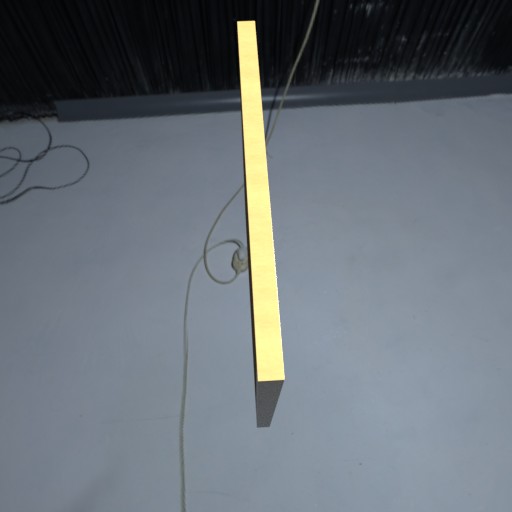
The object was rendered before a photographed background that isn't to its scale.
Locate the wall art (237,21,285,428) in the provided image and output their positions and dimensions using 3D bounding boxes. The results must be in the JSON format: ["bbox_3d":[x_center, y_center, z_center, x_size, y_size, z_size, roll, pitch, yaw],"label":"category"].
[{"bbox_3d":[0.000,0.000,2.889,0.097,1.936,1.935,-3,64,-1],"label":"wall art"}]
